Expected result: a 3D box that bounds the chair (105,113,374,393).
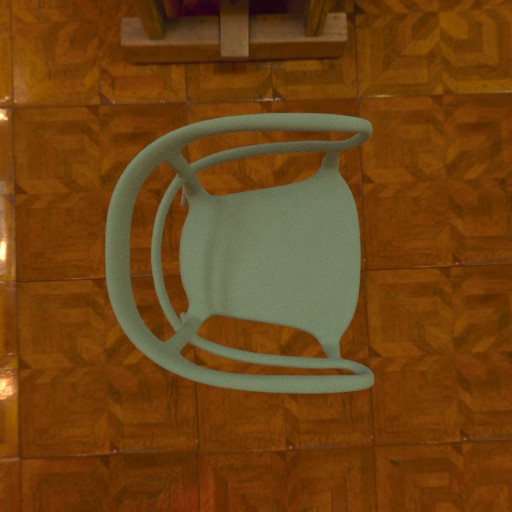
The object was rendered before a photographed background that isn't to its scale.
[{"bbox_3d":[0.000,0.000,1.141,0.527,0.761,0.559,0,88,-1],"label":"chair"}]
